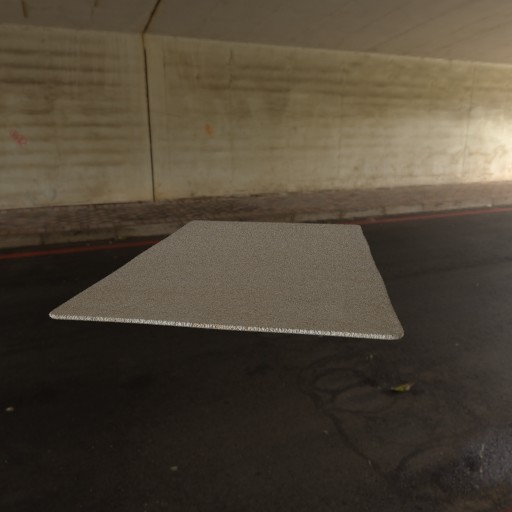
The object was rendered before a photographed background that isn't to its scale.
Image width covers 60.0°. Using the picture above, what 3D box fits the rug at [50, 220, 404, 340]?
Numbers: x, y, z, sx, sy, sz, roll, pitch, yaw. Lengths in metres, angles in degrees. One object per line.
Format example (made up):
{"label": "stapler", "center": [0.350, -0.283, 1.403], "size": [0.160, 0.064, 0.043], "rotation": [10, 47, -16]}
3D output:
{"label": "rug", "center": [0.000, 0.000, 3.460], "size": [1.798, 0.025, 2.698], "rotation": [2, 15, 8]}
